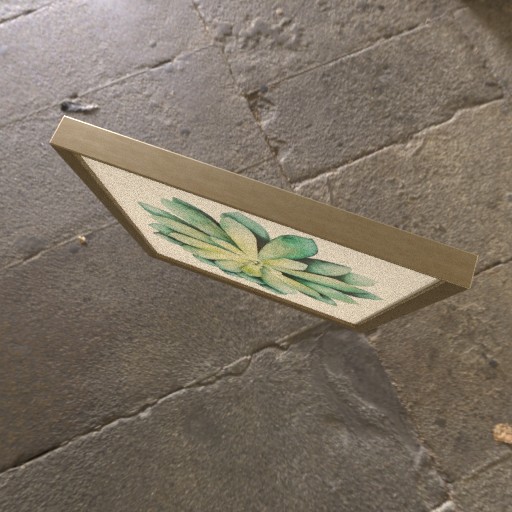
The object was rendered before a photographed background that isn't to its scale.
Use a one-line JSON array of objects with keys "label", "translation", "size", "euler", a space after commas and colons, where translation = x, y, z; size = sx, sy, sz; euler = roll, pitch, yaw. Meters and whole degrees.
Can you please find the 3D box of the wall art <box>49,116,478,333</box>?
[{"label": "wall art", "translation": [0.000, 0.000, 0.745], "size": [0.503, 0.506, 0.040], "euler": [20, 76, 5]}]
